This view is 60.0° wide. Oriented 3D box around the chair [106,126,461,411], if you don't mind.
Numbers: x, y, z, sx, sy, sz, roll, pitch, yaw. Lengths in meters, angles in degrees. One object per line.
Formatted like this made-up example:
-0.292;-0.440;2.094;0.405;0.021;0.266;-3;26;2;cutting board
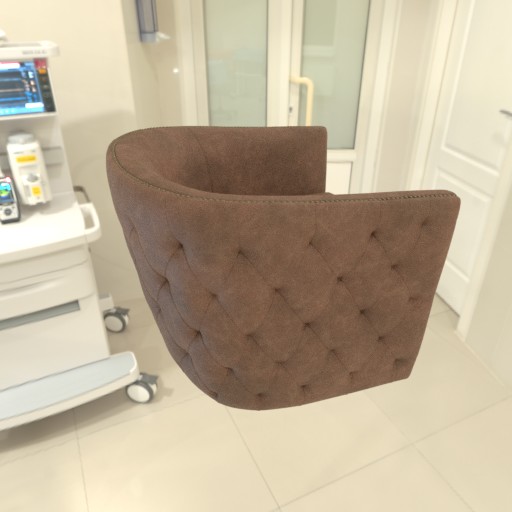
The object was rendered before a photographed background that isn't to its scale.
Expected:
0.000;0.000;1.513;0.870;0.790;0.850;-9;31;-16;chair
